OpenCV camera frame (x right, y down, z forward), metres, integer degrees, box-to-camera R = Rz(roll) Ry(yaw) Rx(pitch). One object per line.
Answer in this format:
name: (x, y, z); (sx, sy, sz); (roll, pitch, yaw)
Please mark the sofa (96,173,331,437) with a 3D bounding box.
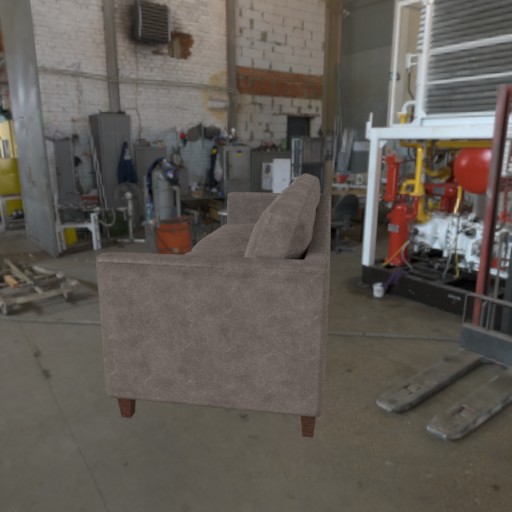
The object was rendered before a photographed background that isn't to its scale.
sofa: (0.000, 0.000, 2.902); (0.951, 0.965, 2.434); (2, 14, 9)
